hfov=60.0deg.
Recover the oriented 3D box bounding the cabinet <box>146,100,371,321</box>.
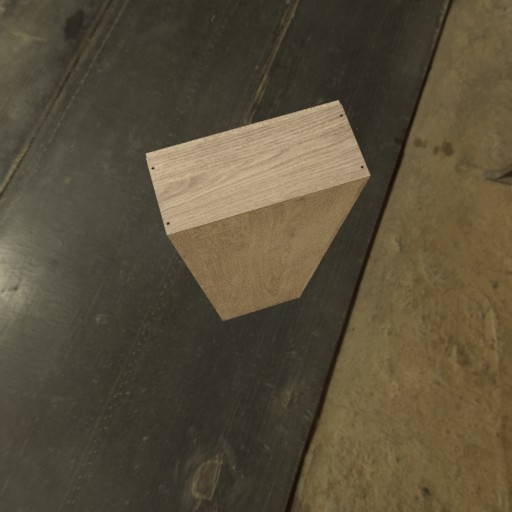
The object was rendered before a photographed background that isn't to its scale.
[{"bbox_3d":[0.000,0.000,1.931,0.500,1.790,0.230,-17,76,-4],"label":"cabinet"}]
